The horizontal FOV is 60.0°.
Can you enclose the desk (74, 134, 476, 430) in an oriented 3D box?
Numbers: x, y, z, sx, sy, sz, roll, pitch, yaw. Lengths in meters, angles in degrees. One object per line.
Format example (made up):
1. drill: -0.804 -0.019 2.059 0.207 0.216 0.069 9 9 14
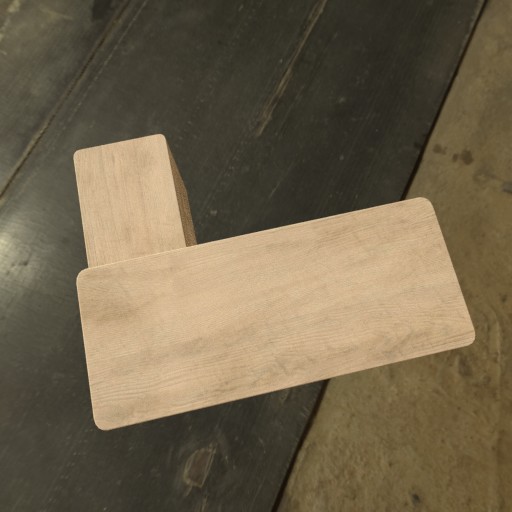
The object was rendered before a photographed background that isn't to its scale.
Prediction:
1. desk: 0.000 0.000 2.080 1.400 0.770 1.175 -12 77 -3
